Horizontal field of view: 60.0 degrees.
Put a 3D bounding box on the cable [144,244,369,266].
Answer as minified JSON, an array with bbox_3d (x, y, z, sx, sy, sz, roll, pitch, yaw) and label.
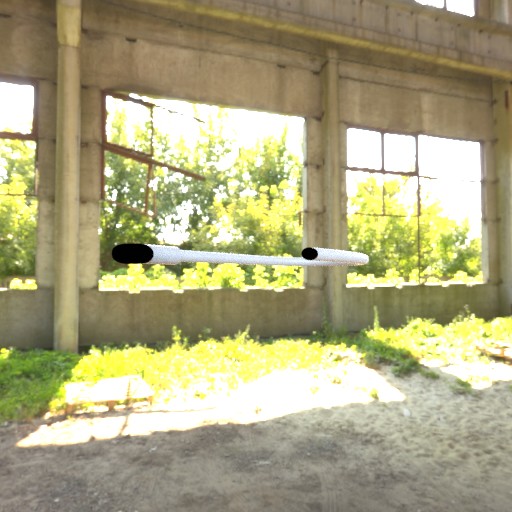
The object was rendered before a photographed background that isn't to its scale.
[{"bbox_3d":[0.000,0.000,0.111,0.040,0.006,0.098,-2,-3,36],"label":"cable"}]
